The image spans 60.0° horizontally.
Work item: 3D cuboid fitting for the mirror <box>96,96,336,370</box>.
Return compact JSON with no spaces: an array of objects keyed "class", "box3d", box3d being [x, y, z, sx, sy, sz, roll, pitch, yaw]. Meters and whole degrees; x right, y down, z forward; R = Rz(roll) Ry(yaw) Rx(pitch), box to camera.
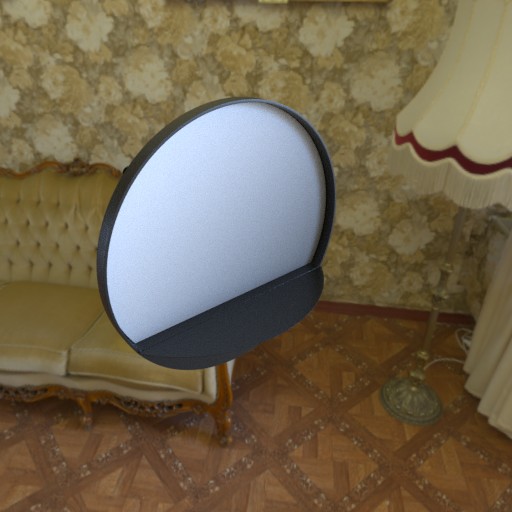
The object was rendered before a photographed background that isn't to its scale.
[{"class":"mirror","box3d":[0.000,0.000,0.694,0.457,0.457,0.133,-22,37,-34]}]
